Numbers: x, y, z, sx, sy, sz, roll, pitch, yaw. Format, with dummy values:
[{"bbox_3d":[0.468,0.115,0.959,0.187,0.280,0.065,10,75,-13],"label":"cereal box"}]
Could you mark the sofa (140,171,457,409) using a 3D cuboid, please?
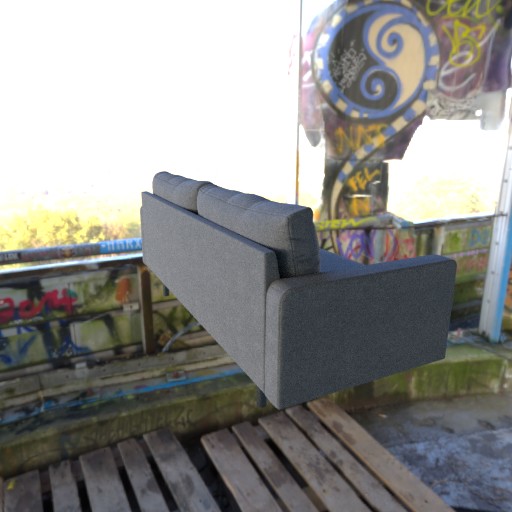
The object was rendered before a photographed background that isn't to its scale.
[{"bbox_3d":[0.000,0.000,2.587,0.880,0.880,2.100,-8,17,-26],"label":"sofa"}]
